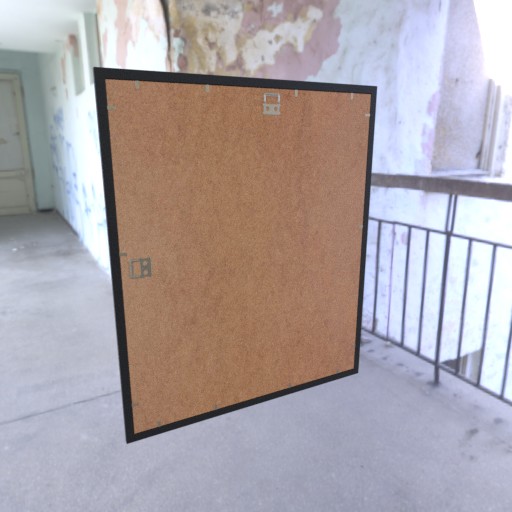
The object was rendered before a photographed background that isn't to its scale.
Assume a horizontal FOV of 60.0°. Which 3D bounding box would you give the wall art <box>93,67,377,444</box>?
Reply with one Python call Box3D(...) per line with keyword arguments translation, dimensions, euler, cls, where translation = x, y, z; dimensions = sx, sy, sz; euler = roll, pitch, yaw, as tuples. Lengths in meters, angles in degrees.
Box3D(translation=(0.000, 0.000, 0.882), dimensions=(0.559, 0.660, 0.018), euler=(-8, 17, -27), cls="wall art")
